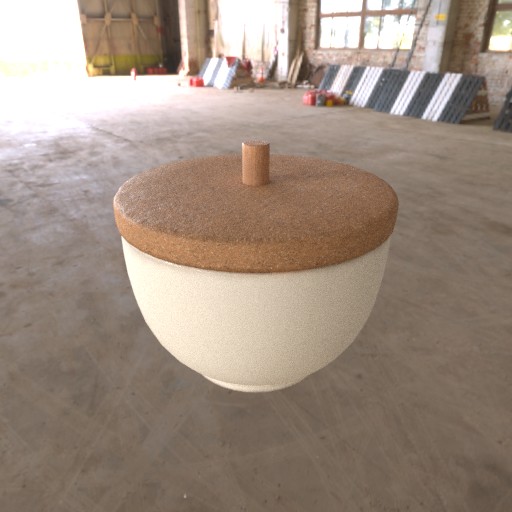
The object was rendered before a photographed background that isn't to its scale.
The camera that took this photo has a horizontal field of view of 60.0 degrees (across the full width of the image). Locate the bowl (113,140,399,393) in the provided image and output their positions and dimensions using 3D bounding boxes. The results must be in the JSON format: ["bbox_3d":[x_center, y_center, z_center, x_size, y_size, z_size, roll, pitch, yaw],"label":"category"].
[{"bbox_3d":[0.000,0.000,0.218,0.126,0.110,0.126,0,26,0],"label":"bowl"}]
